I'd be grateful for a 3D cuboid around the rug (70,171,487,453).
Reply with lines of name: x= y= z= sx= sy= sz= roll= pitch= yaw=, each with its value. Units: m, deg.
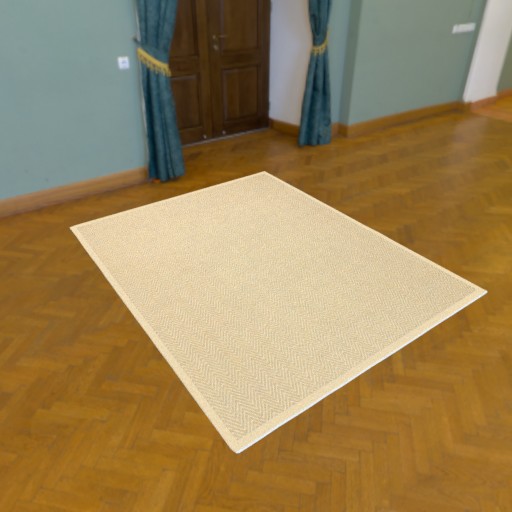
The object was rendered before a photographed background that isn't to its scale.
rug: x=0.000 y=0.000 z=3.983 sx=2.423 sy=0.019 sz=3.009 roll=-22 pitch=39 yaw=-29
